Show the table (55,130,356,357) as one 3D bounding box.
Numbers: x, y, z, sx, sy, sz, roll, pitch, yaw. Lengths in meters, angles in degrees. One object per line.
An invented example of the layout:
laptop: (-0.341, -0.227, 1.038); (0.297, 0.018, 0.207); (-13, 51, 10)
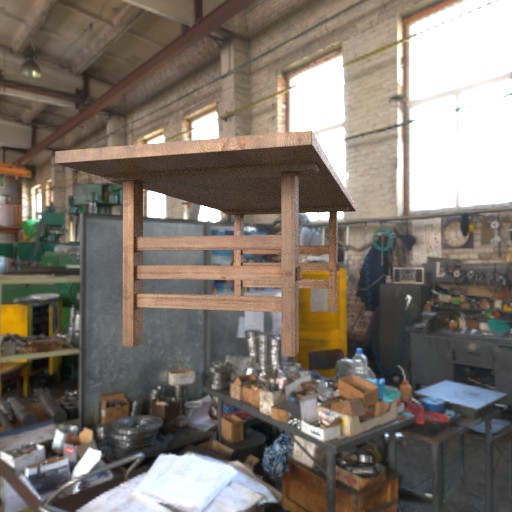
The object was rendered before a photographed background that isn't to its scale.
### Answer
table: (0.000, 0.000, 2.455); (0.952, 0.760, 2.003); (0, 0, 16)
